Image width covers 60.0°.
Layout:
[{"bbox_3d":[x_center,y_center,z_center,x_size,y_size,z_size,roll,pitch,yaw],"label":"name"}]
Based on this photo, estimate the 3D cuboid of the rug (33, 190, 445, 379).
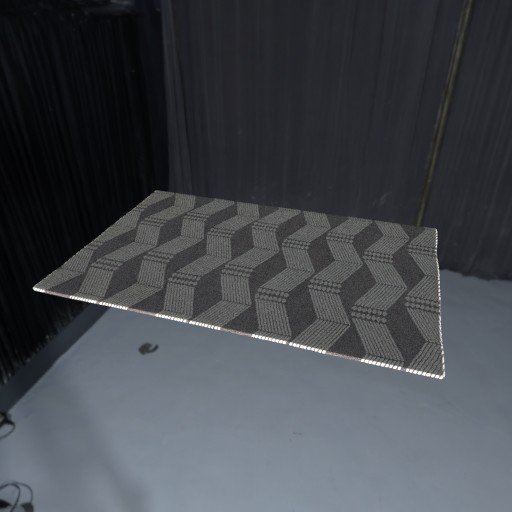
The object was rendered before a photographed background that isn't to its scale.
[{"bbox_3d":[0.000,0.000,2.341,1.833,0.016,1.210,10,33,15],"label":"rug"}]
